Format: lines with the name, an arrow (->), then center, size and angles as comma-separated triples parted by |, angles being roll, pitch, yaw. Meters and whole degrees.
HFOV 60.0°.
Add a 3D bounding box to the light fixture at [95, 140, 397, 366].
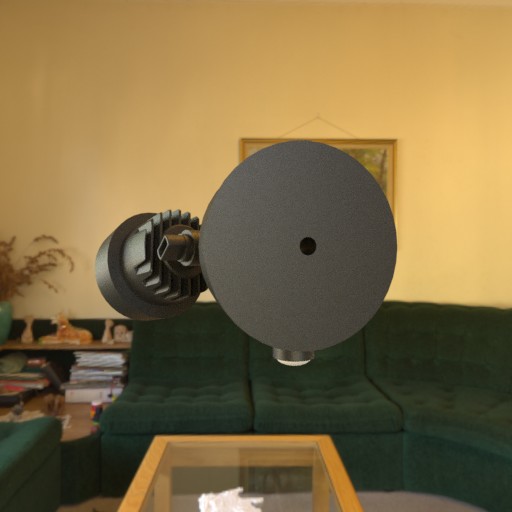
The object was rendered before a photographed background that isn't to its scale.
light fixture -> 0.000, 0.000, 0.307 | 0.213, 0.120, 0.168 | 0, 0, -19
